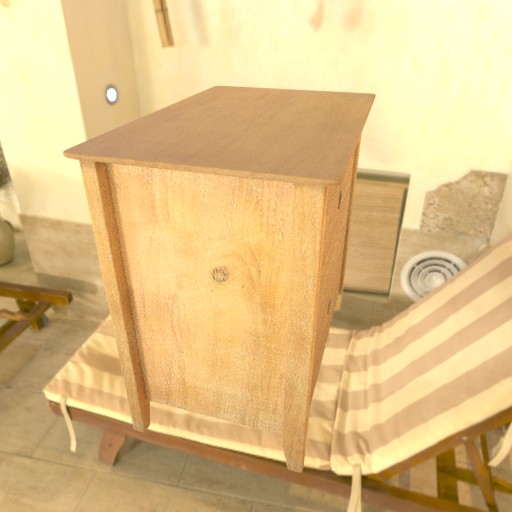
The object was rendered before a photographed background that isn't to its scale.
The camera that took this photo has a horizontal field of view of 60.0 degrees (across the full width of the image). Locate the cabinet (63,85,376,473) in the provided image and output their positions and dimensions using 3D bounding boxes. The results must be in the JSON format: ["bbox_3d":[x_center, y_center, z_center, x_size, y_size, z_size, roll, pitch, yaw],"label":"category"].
[{"bbox_3d":[0.000,0.000,1.234,0.503,0.762,0.763,9,31,15],"label":"cabinet"}]
